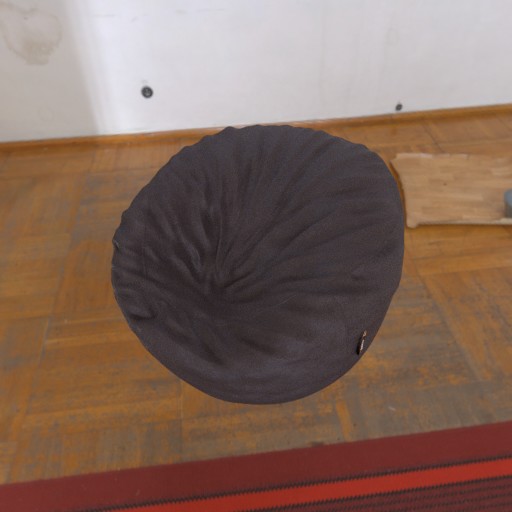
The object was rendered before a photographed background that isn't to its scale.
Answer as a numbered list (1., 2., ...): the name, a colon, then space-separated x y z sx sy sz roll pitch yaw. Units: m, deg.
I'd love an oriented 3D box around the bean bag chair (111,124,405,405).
1. bean bag chair: 0.000 0.000 1.996 1.245 0.821 1.245 0 44 0
